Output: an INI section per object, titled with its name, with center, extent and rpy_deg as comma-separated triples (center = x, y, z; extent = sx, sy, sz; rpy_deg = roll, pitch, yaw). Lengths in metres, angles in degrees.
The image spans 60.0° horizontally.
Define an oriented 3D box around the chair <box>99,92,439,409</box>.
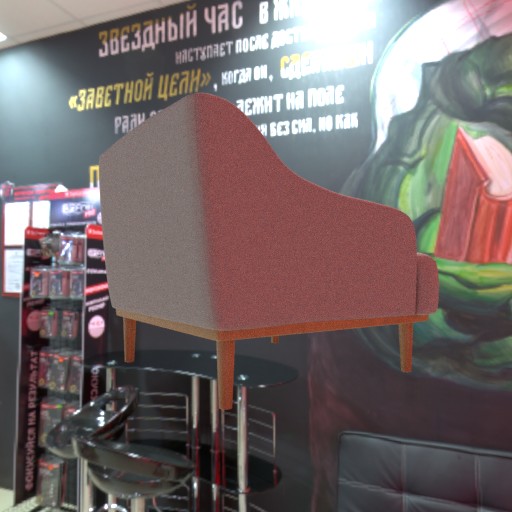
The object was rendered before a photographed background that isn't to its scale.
[chair]
center = 0.000, 0.000, 1.658
extent = 0.951, 0.818, 0.946
rpy_deg = 1, -2, -36
